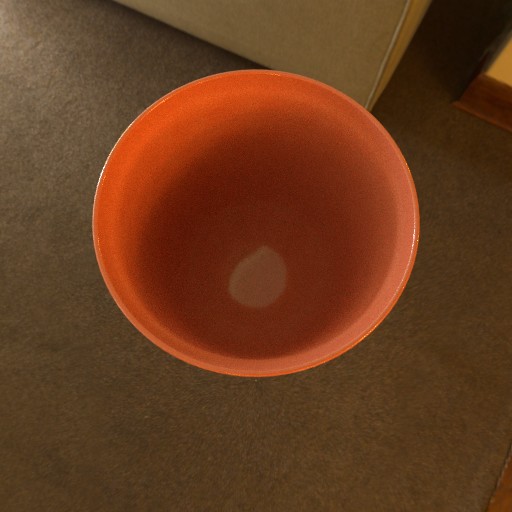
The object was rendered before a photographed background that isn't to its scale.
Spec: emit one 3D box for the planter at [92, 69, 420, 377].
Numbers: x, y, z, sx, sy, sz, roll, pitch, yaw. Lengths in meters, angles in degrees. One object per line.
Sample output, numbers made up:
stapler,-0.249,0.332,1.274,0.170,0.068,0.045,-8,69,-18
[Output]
planter,0.000,0.000,0.367,0.195,0.214,0.195,0,74,0
